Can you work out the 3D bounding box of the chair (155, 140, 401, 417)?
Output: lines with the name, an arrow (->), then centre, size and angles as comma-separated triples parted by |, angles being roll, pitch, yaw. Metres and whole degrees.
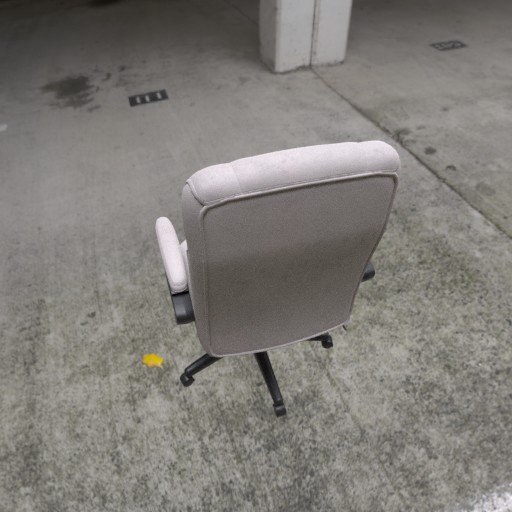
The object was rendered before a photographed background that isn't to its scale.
chair -> 0.000, 0.000, 1.532 | 0.667, 1.105, 0.724 | -12, 42, -13
